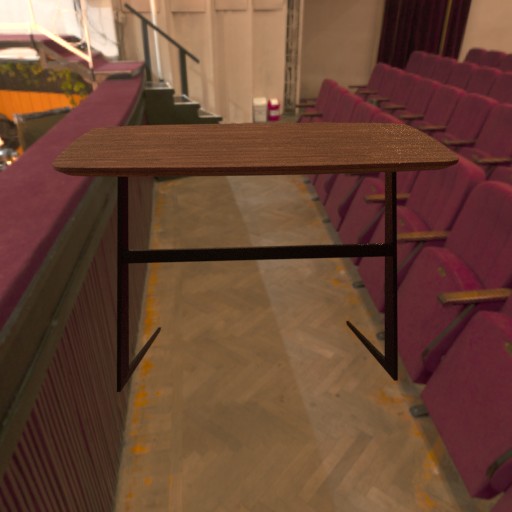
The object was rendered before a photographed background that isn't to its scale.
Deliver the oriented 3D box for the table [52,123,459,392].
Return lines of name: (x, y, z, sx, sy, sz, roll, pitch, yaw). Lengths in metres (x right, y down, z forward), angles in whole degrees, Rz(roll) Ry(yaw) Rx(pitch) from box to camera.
table: (0.000, 0.000, 1.115, 0.804, 0.576, 0.361, -2, 29, -3)
